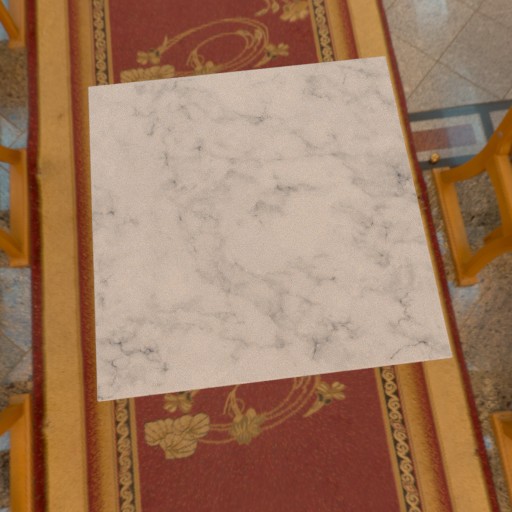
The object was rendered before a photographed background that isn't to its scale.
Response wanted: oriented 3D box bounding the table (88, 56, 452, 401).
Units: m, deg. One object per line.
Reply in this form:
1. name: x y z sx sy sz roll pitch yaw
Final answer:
1. table: 0.000 0.000 0.853 0.450 0.500 0.450 -7 76 -2
